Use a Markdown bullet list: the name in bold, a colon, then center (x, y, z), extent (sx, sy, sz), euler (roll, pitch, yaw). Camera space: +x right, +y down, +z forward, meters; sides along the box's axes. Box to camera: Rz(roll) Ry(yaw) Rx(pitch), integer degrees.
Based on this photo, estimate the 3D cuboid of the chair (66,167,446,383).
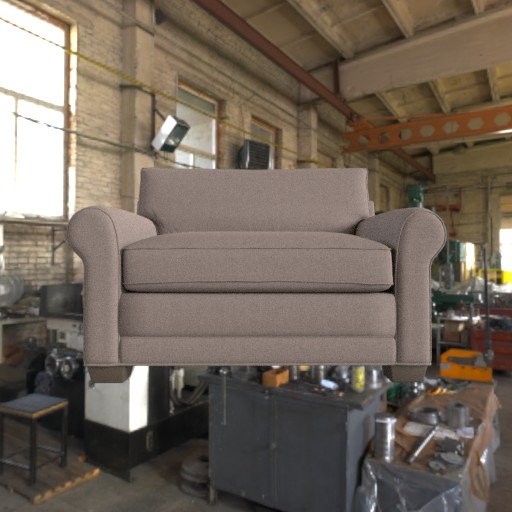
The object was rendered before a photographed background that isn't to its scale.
- **chair**: center (0.000, 0.000, 2.009), extent (1.390, 0.930, 0.930), euler (0, -1, -1)
